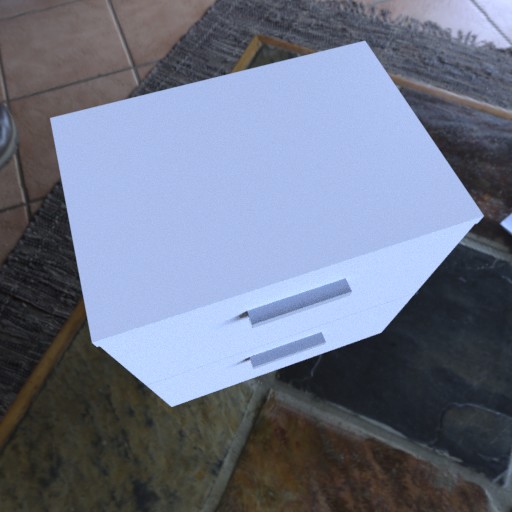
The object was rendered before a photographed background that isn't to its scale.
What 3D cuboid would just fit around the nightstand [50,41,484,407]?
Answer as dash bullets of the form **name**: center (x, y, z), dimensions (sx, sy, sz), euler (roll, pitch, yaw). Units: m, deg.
- **nightstand**: center (0.000, 0.000, 0.733), dimensions (0.441, 0.460, 0.325), euler (-17, 65, -8)
